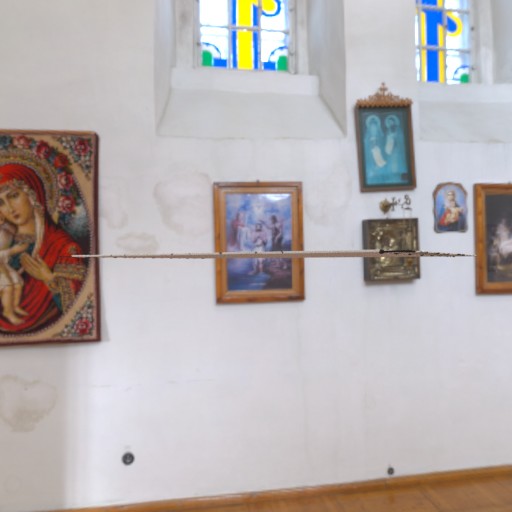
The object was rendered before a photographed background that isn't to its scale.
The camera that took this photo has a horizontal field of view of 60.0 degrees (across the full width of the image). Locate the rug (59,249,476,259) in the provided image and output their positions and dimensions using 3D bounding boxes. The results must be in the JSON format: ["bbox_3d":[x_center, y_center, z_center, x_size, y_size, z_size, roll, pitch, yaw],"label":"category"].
[{"bbox_3d":[0.000,0.000,3.285,2.755,0.021,1.524,-1,-1,36],"label":"rug"}]
